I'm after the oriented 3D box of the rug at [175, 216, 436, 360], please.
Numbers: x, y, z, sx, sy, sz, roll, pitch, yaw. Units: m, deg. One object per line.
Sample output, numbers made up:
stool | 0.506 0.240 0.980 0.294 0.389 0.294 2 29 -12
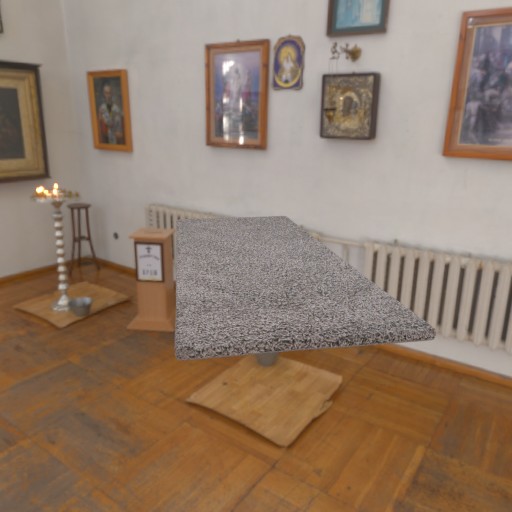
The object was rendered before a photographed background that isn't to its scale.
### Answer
rug | 0.000 0.000 1.713 0.609 0.030 1.524 -3 16 -9
